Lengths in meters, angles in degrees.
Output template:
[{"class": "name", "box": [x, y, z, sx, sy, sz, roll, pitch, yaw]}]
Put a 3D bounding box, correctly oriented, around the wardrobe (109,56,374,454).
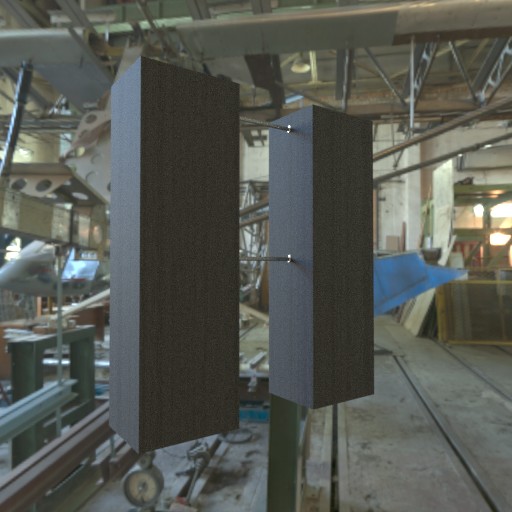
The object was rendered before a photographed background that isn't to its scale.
[{"class": "wardrobe", "box": [0.000, 0.000, 2.931, 1.770, 2.000, 0.480, 1, -1, -35]}]
